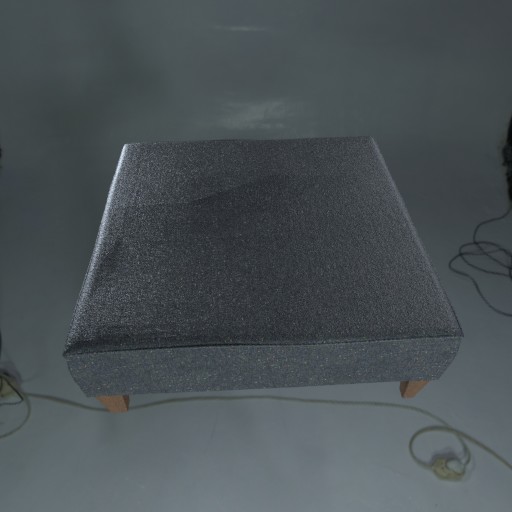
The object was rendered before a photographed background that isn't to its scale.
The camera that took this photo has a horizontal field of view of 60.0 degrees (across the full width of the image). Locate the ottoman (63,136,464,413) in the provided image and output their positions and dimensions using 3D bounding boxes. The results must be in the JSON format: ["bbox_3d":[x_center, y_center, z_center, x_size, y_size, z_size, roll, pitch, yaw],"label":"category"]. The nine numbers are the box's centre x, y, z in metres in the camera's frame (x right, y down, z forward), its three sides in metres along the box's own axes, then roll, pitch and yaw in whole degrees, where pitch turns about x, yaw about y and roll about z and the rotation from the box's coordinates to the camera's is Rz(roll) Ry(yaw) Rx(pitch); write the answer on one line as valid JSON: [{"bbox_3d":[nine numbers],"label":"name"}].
[{"bbox_3d":[0.000,0.000,1.537,1.004,0.382,0.968,-2,45,-2],"label":"ottoman"}]
